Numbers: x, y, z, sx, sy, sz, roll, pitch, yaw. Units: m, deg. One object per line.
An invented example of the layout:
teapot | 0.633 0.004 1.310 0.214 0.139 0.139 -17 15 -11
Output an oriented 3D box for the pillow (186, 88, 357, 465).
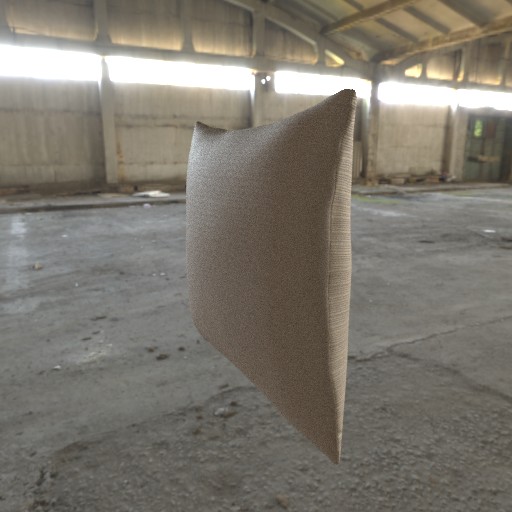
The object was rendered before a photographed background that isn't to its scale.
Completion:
pillow | 0.000 0.000 0.781 0.204 0.497 0.512 -6 14 -27
